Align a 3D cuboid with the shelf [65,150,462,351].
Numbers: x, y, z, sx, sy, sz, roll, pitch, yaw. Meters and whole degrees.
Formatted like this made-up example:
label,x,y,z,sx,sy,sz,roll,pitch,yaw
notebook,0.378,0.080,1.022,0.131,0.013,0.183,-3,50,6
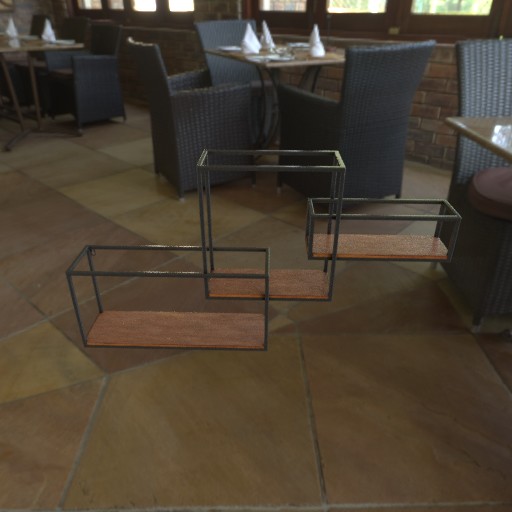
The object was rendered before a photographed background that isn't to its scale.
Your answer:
label,x,y,z,sx,sy,sz,roll,pitch,yaw
shelf,0.000,0.000,2.152,1.781,0.972,0.275,1,30,2
